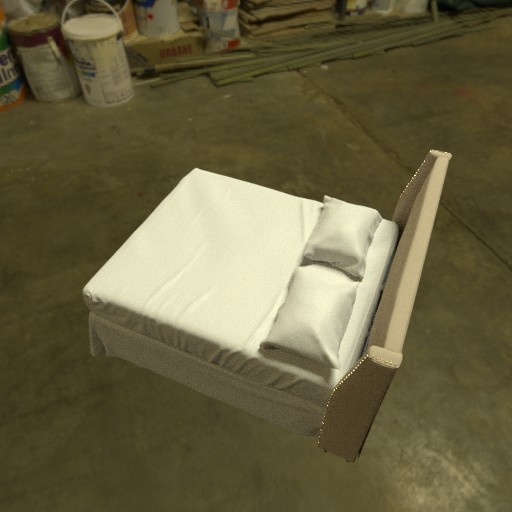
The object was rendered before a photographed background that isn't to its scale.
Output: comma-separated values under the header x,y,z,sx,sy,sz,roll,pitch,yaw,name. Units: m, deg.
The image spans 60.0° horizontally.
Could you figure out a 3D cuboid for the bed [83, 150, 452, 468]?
x,y,z,sx,sy,sz,roll,pitch,yaw,name
0.000,0.000,3.373,2.276,1.332,1.925,18,49,16,bed
